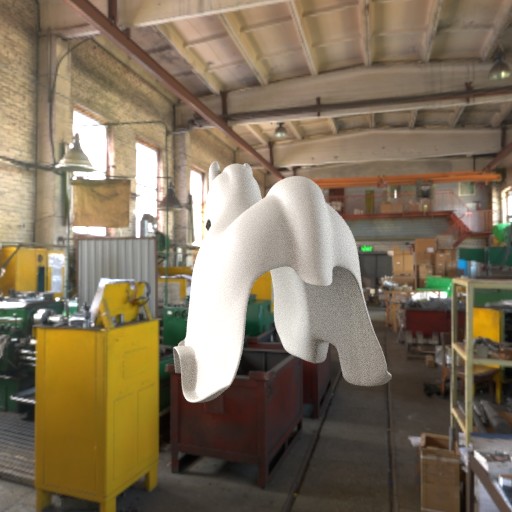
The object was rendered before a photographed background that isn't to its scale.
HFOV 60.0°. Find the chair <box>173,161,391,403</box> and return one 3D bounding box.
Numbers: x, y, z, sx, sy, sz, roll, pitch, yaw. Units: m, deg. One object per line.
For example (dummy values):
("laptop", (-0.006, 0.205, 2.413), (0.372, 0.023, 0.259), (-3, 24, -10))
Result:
("chair", (0.000, 0.000, 1.164), (0.429, 0.612, 0.800), (0, -1, -18))
